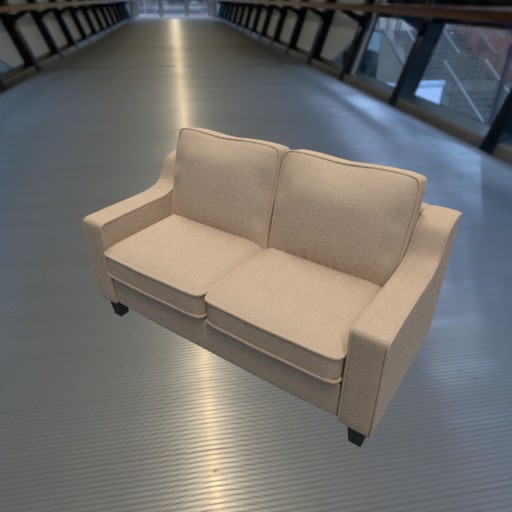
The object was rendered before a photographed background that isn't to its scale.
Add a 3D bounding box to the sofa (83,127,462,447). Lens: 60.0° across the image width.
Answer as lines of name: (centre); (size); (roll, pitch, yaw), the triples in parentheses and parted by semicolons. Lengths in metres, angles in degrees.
sofa: (0.000, 0.000, 3.486); (2.587, 1.562, 1.351); (20, 36, 30)
